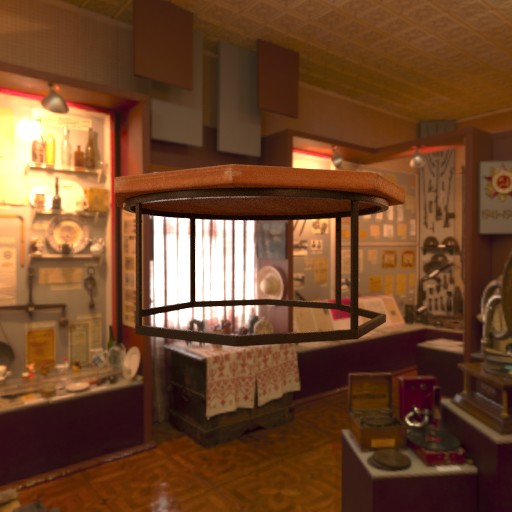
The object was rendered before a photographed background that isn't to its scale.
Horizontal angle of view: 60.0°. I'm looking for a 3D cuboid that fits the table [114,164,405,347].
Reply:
[{"bbox_3d":[0.000,0.000,1.542,1.002,0.444,1.002,0,1,0],"label":"table"}]
